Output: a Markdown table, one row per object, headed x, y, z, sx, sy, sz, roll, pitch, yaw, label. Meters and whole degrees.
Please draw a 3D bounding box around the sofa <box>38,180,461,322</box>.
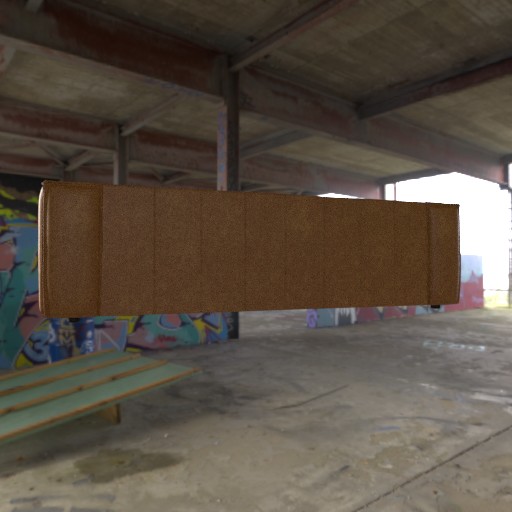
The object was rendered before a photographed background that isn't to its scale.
| x | y | z | sx | sy | sz | roll | pitch | yaw | label |
| --- | --- | --- | --- | --- | --- | --- | --- | --- | --- |
| 0.000 | 0.000 | 3.009 | 2.581 | 0.701 | 1.102 | 0 | -1 | -19 | sofa |
